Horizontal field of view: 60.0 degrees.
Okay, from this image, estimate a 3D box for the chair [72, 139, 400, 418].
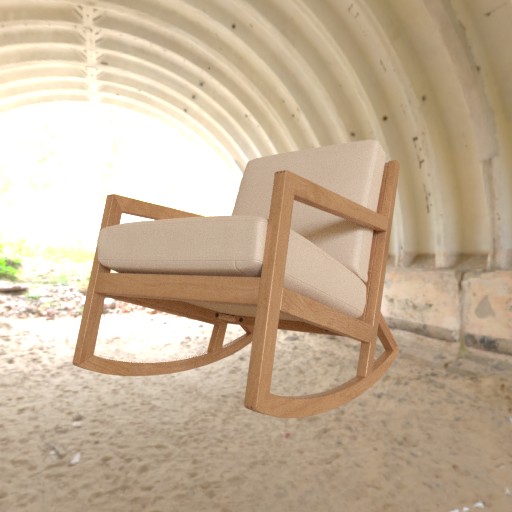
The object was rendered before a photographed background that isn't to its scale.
[{"bbox_3d":[0.000,0.000,1.380,0.622,0.790,0.857,0,0,36],"label":"chair"}]
